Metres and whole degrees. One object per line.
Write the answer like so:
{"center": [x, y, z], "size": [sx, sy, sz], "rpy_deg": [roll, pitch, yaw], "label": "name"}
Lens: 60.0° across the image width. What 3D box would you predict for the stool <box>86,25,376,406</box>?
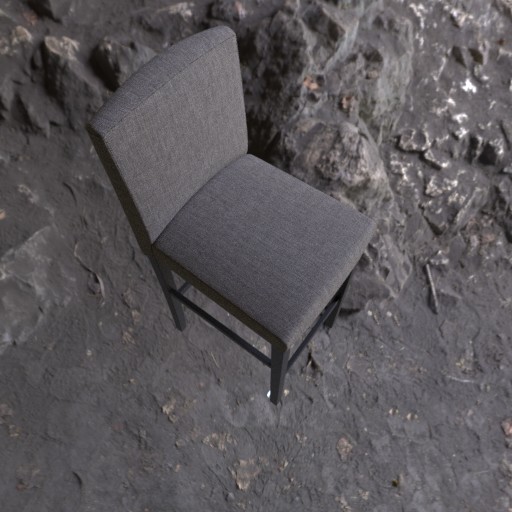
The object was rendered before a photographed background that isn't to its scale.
{"center": [0.000, 0.000, 1.356], "size": [0.552, 1.138, 0.451], "rpy_deg": [33, 64, 18], "label": "stool"}
